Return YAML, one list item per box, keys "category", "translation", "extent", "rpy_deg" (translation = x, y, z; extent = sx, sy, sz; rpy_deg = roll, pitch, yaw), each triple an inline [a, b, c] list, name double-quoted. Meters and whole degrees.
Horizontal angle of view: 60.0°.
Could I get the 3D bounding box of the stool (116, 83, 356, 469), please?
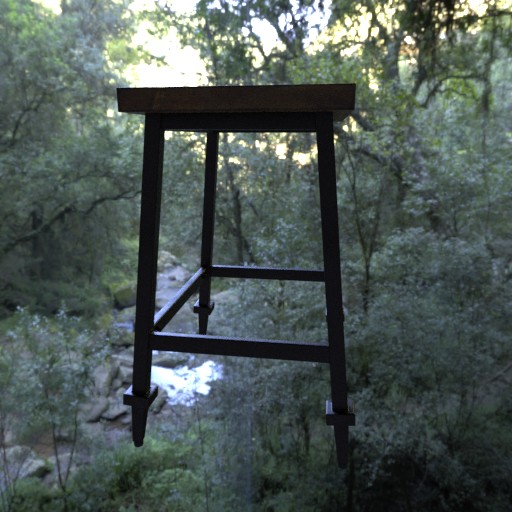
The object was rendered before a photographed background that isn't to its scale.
- category: "stool"
  translation: [0.000, 0.000, 0.934]
  extent: [0.405, 0.625, 0.486]
  rpy_deg: [2, 15, 8]
